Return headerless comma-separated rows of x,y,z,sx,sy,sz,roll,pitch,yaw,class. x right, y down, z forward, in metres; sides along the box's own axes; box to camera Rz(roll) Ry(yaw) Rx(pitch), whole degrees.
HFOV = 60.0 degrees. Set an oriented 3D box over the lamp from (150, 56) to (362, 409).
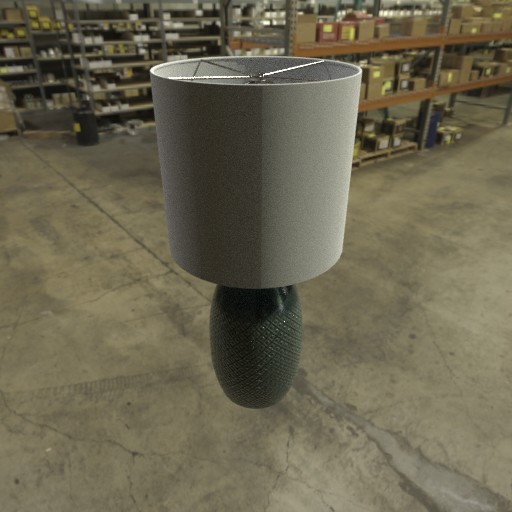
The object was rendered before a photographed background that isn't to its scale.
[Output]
0.000,0.000,0.574,0.217,0.453,0.217,-22,37,-33,lamp
